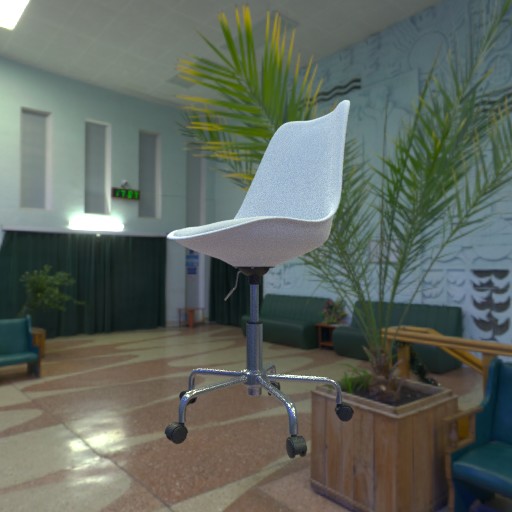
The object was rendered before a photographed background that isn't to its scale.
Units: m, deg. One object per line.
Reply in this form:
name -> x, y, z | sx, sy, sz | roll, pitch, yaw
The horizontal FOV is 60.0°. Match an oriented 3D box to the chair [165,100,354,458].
chair -> 0.000, 0.000, 1.264 | 0.550, 0.930, 0.550 | 1, -2, -38
